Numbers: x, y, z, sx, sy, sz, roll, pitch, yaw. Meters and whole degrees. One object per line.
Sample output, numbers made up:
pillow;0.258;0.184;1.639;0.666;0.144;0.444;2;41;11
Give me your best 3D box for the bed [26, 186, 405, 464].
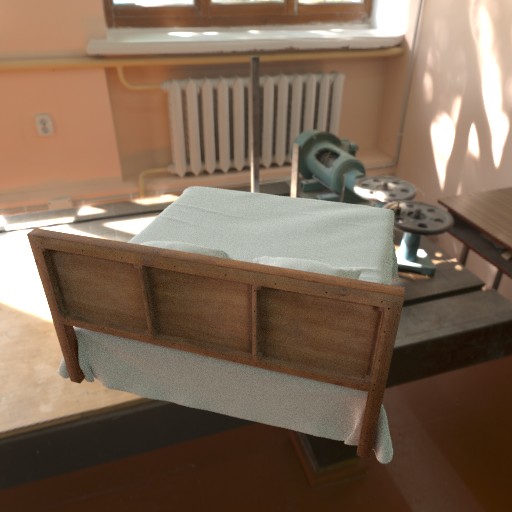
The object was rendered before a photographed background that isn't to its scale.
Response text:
bed;0.000;0.000;3.366;2.255;1.158;2.165;9;32;14
